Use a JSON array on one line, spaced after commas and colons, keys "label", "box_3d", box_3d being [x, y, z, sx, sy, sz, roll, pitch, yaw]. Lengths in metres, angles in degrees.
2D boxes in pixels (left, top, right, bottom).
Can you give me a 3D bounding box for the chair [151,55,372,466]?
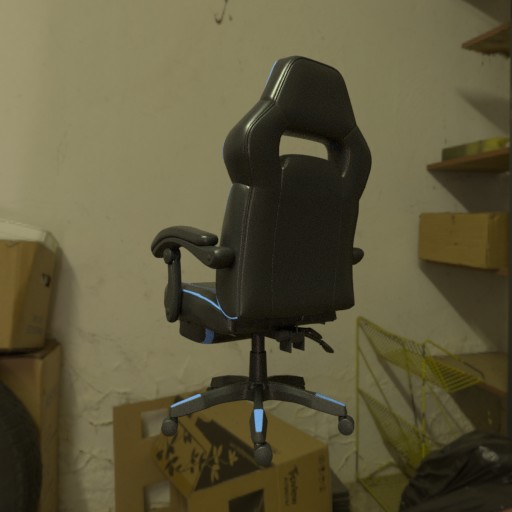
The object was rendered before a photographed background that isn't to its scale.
[{"label": "chair", "box_3d": [0.000, 0.000, 1.697, 0.700, 1.280, 0.700, -1, 1, -37]}]
